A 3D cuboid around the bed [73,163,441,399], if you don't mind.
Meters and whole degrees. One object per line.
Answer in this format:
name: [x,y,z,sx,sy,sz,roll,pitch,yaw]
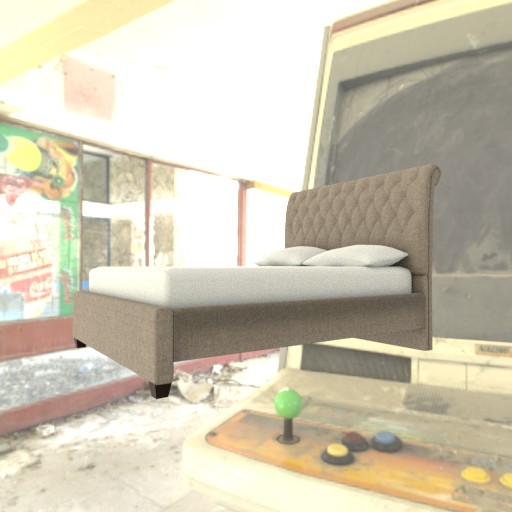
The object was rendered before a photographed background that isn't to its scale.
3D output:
bed: [0.000,0.000,3.341,2.252,1.371,1.645,1,-1,-35]
